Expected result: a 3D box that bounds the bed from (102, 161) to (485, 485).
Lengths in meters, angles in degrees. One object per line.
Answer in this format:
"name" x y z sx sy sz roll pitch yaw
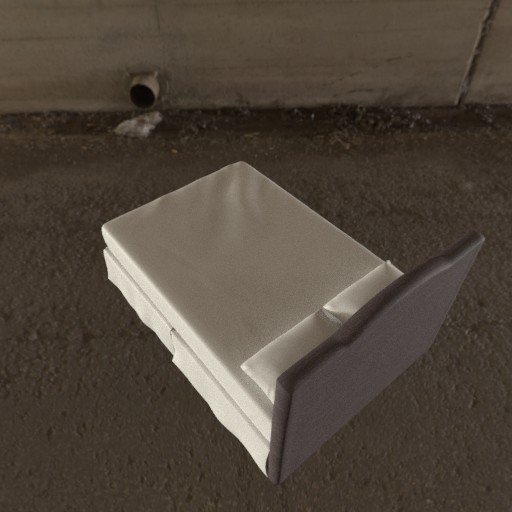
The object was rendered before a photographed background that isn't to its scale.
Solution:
"bed" 0.000 0.000 3.526 1.741 1.441 2.507 -30 53 -26
